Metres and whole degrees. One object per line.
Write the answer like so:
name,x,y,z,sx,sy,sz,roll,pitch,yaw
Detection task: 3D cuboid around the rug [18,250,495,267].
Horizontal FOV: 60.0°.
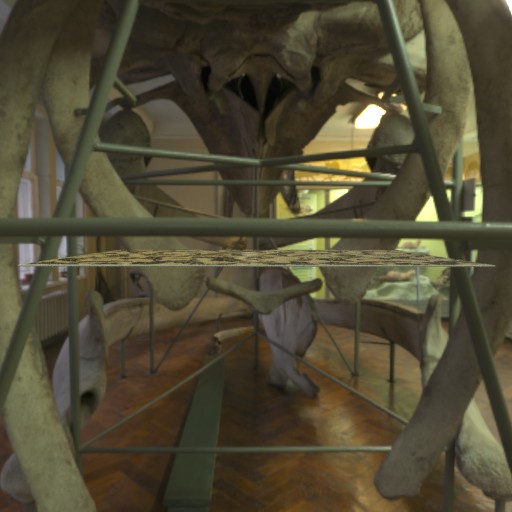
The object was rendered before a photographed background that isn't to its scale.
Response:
rug,0.000,0.000,2.858,2.284,0.008,1.522,0,4,1
